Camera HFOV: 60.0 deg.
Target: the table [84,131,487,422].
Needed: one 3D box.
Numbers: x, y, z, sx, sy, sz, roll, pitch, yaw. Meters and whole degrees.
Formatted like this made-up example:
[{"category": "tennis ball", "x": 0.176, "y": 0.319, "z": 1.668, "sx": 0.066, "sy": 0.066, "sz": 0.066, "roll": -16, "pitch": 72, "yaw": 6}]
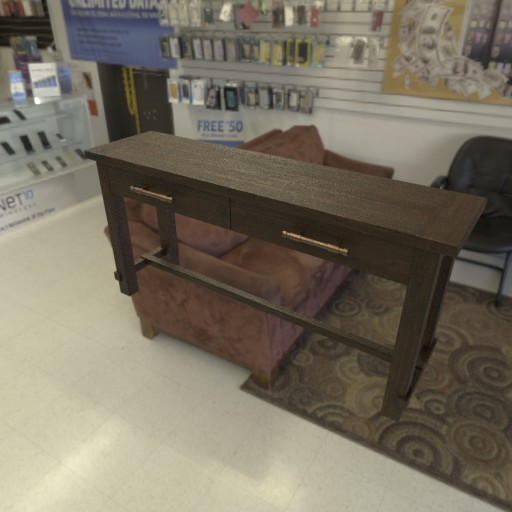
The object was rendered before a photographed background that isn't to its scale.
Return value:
[{"category": "table", "x": 0.000, "y": 0.000, "z": 1.921, "sx": 1.599, "sy": 0.762, "sz": 0.442, "roll": 19, "pitch": 35, "yaw": 29}]
